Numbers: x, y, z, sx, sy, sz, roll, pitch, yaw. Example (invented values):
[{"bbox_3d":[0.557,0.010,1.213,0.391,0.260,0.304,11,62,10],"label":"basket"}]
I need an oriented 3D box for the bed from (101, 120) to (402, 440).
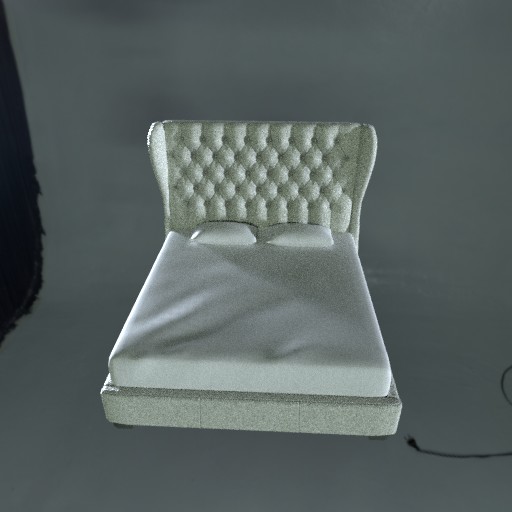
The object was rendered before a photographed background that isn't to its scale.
[{"bbox_3d":[0.000,0.000,3.849,2.219,1.771,2.347,2,30,3],"label":"bed"}]
